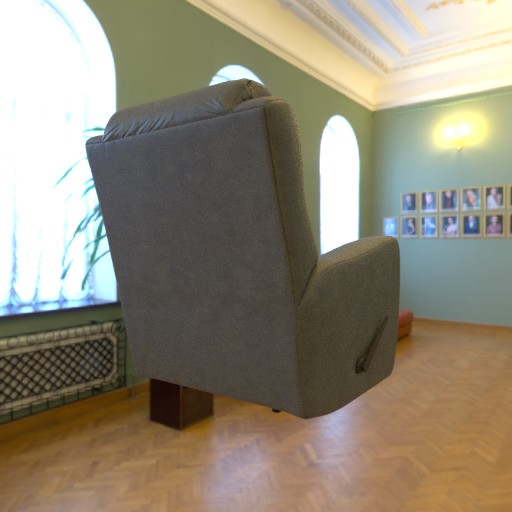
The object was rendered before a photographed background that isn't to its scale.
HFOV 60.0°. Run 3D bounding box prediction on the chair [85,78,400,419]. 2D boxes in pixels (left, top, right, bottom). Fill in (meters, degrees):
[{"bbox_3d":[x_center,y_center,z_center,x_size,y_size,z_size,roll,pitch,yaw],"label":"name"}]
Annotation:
[{"bbox_3d":[0.000,0.000,1.869,0.967,1.116,1.068,1,2,35],"label":"chair"}]
